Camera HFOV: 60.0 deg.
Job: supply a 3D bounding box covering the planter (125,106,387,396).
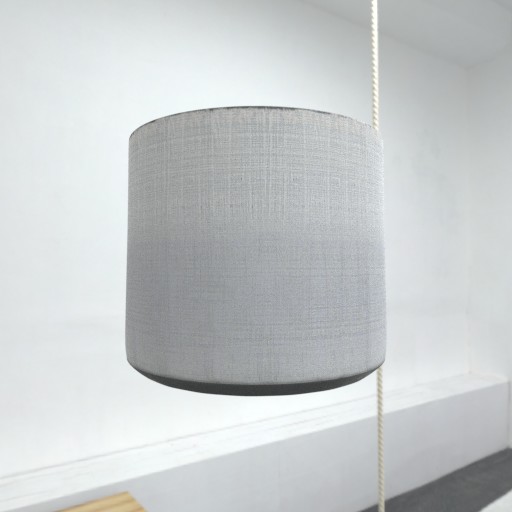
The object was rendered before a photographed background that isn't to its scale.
[{"bbox_3d":[0.000,0.000,0.449,0.254,0.221,0.254,0,-1,0],"label":"planter"}]
